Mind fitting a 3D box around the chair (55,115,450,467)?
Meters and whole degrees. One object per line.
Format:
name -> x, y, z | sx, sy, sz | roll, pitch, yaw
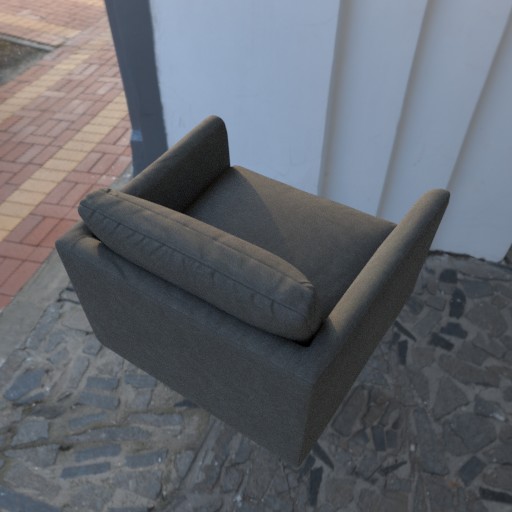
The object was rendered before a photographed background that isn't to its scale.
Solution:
chair -> 0.000, 0.000, 1.849 | 1.190, 0.845, 1.091 | 24, 50, 22
